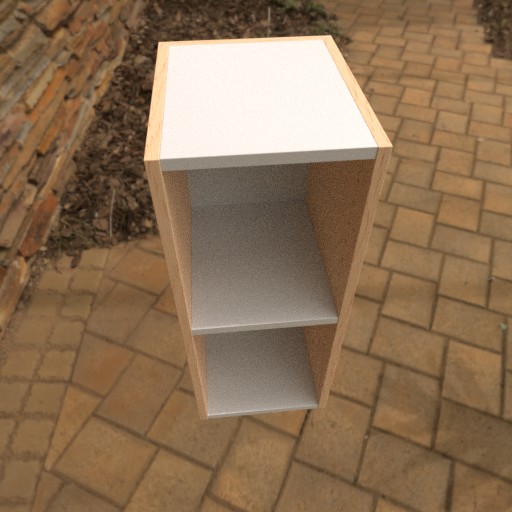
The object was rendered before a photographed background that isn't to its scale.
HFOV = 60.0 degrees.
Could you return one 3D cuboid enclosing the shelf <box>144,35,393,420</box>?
[{"bbox_3d":[0.000,0.000,0.753,0.250,0.600,0.290,-4,47,-4],"label":"shelf"}]
